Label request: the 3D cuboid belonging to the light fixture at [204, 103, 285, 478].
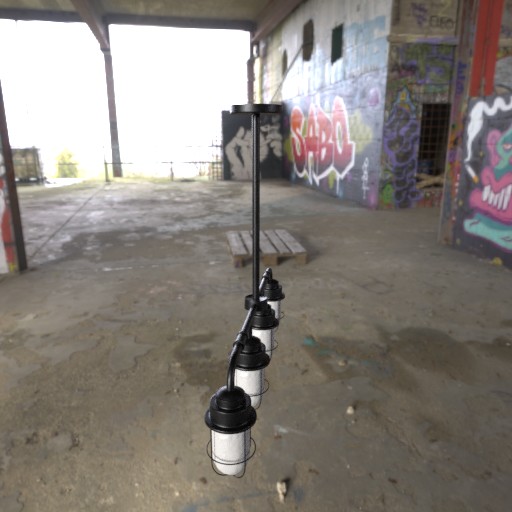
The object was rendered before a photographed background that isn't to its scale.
[{"bbox_3d":[0.000,0.000,1.219,0.131,0.785,0.852,2,15,8],"label":"light fixture"}]
